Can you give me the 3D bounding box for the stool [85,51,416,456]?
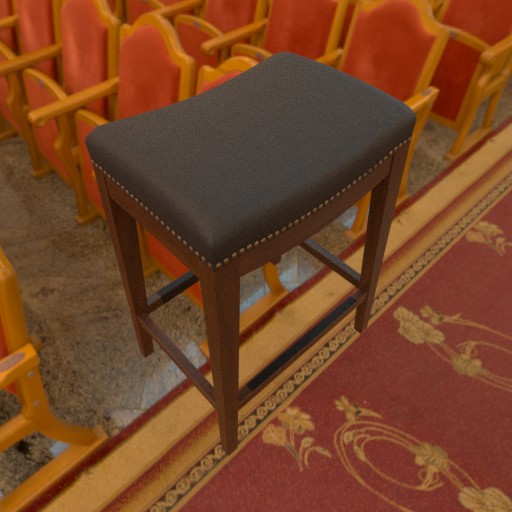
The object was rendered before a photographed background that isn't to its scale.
[{"bbox_3d":[0.000,0.000,0.930,0.490,0.664,0.353,-34,56,-27],"label":"stool"}]
